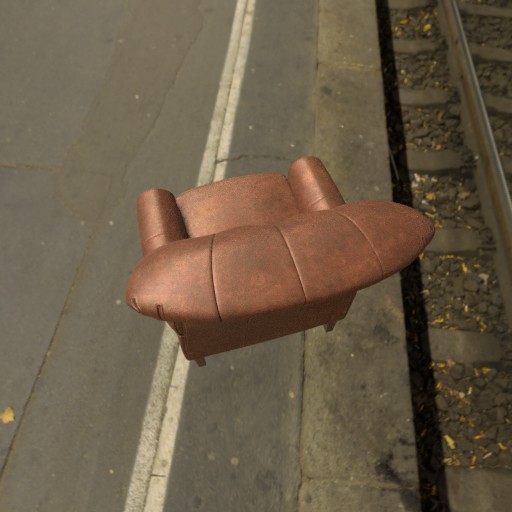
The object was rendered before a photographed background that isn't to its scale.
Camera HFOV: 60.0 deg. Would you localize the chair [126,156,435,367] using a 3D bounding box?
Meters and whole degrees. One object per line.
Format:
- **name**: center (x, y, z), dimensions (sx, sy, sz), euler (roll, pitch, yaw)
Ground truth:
- **chair**: center (0.000, 0.000, 1.949), dimensions (0.979, 1.162, 1.031), euler (-14, 58, -8)
